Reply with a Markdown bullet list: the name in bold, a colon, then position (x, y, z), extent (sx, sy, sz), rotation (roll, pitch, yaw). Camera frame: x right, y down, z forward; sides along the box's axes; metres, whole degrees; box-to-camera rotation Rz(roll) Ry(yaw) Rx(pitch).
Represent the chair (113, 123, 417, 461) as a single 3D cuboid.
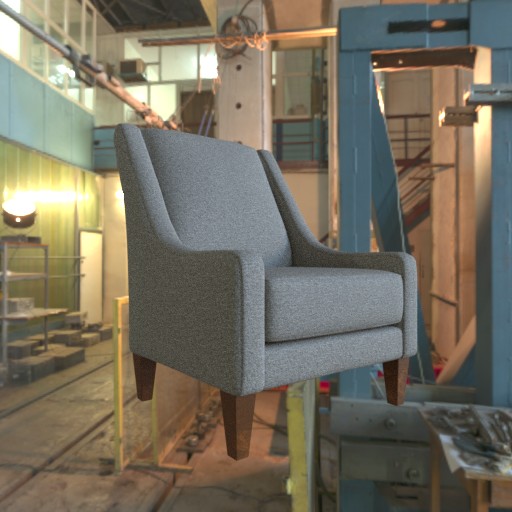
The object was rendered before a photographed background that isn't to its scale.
- **chair**: position (0.000, 0.000, 1.605), extent (0.774, 1.016, 0.870), rotation (0, 0, -38)
